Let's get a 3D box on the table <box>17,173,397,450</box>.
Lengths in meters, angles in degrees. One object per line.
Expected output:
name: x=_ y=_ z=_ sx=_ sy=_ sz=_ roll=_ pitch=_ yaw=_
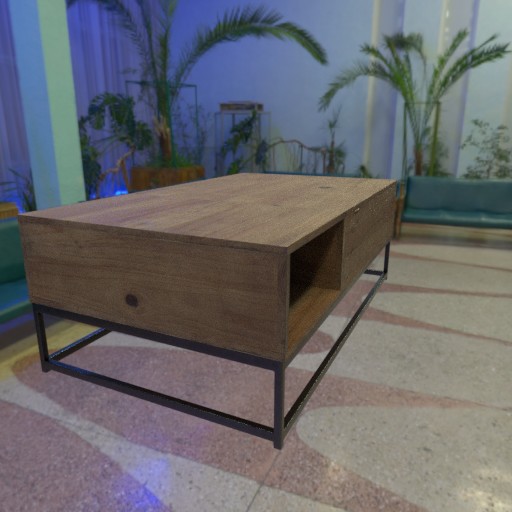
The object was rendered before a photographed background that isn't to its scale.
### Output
table: x=0.000 y=0.000 z=1.382 sx=0.655 sy=0.395 sz=1.101 roll=8 pitch=18 yaw=25
